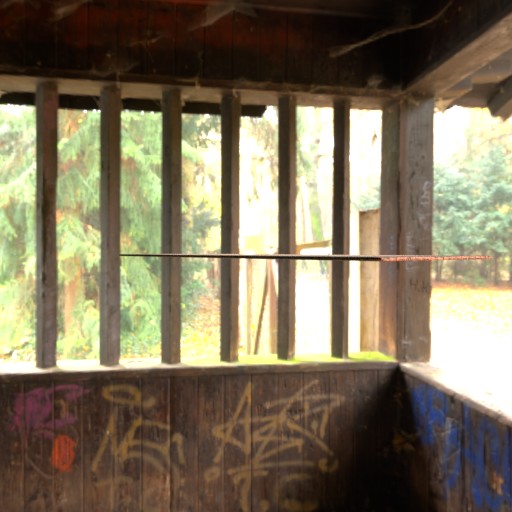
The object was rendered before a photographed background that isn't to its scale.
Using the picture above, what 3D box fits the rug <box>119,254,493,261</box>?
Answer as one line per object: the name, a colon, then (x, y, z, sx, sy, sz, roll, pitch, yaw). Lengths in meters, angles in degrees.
rug: (0.000, 0.000, 2.680, 0.810, 0.016, 2.413, 0, 1, -37)
